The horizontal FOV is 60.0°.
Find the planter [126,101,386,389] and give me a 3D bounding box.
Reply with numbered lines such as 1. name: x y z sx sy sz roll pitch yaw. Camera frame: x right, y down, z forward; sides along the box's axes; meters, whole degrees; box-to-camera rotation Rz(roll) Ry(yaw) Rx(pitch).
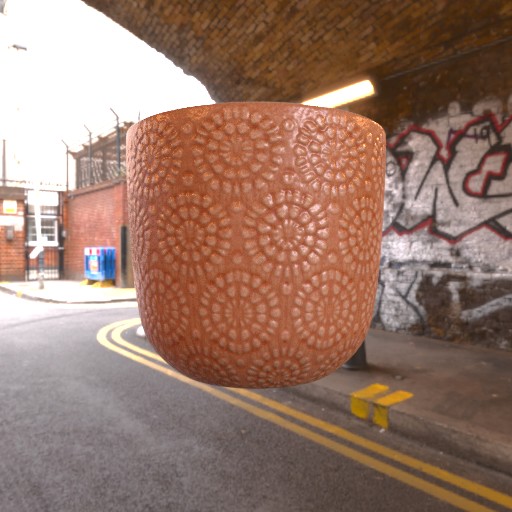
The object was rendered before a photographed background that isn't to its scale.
1. planter: 0.000 0.000 0.371 0.208 0.190 0.208 0 1 0
